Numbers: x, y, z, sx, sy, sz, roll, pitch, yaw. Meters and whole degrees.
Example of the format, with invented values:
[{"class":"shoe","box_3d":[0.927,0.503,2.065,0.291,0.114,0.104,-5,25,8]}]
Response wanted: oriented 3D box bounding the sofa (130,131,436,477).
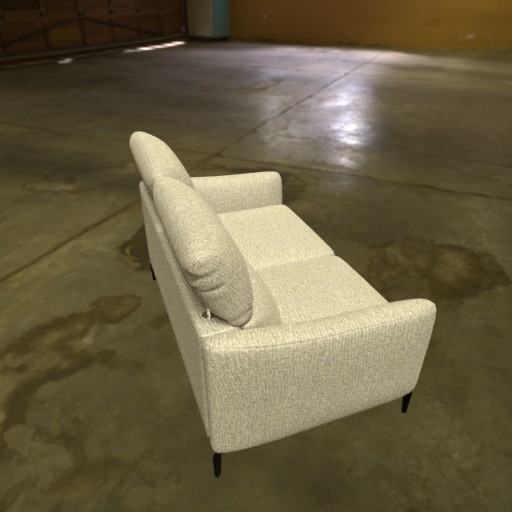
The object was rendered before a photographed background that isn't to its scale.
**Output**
[{"class":"sofa","box_3d":[0.000,0.000,2.092,0.905,0.950,1.540,-11,32,-18]}]
